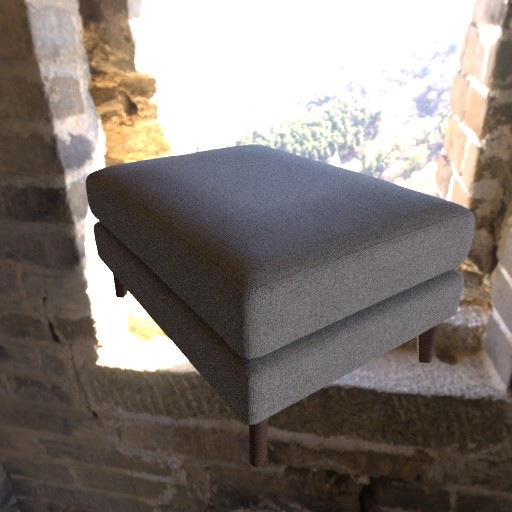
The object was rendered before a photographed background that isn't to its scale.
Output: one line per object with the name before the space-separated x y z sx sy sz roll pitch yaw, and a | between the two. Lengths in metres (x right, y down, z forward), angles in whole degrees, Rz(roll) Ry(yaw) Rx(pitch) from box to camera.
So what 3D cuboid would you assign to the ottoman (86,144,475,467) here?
ottoman | 0.000 0.000 1.160 0.611 0.441 0.821 -17 31 -31
